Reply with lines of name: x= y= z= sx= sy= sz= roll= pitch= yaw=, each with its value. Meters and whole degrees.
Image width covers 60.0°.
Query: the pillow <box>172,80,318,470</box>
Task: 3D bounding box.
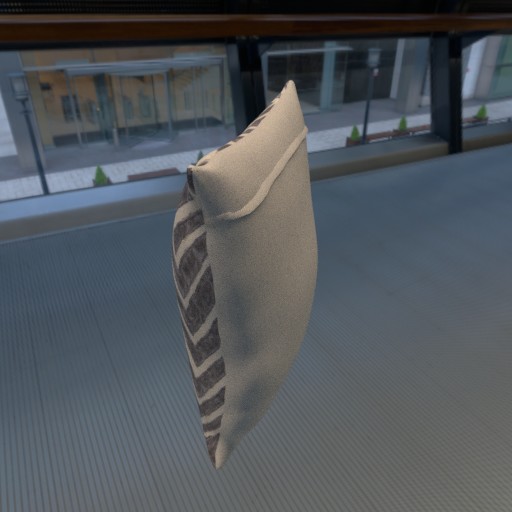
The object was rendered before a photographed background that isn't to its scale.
pillow: x=0.000 y=0.000 z=0.673 sx=0.182 sy=0.441 sz=0.440 roll=8 pitch=32 yaw=14
